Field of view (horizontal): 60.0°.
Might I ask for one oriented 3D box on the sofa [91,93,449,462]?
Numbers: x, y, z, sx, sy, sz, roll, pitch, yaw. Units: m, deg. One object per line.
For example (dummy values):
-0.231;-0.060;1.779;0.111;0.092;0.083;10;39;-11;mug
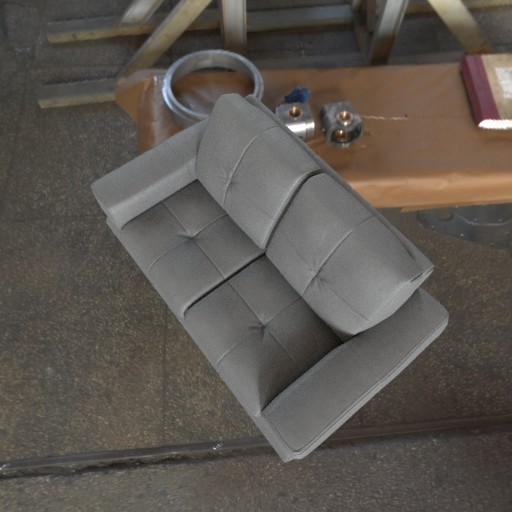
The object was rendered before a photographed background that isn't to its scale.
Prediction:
0.000;0.000;2.361;1.018;0.907;1.806;-35;69;-16;sofa
